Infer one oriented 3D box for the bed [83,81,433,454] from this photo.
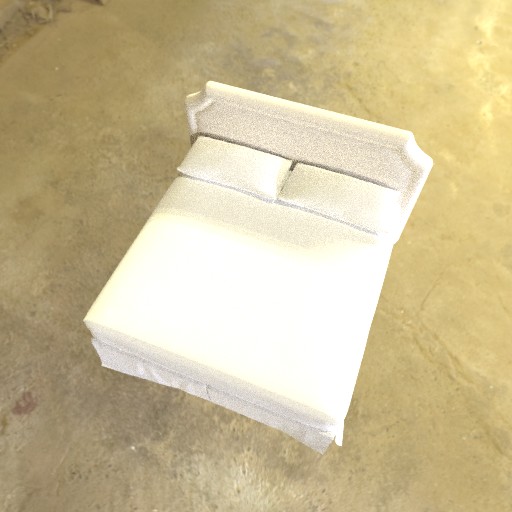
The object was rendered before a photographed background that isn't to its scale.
[{"bbox_3d":[0.000,0.000,3.513,2.160,1.301,2.204,18,59,11],"label":"bed"}]
